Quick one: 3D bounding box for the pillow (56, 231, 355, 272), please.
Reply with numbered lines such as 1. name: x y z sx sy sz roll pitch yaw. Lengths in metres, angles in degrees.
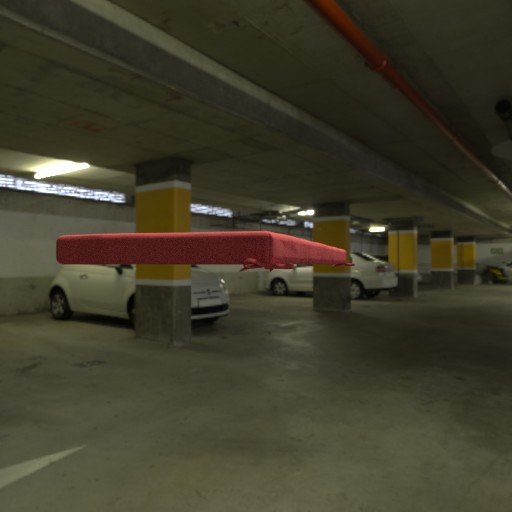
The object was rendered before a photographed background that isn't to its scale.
1. pillow: 0.000 0.000 1.357 0.492 0.081 1.187 0 -1 18
